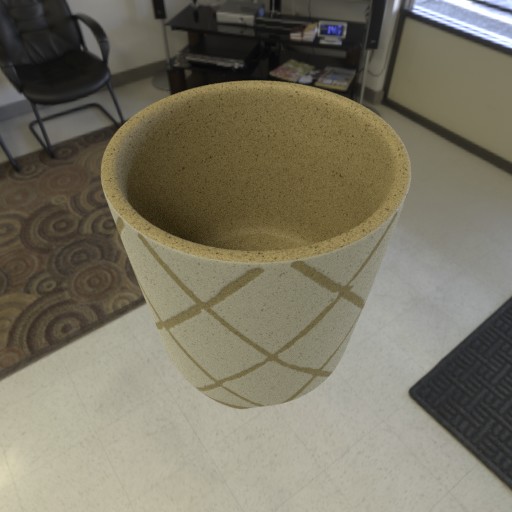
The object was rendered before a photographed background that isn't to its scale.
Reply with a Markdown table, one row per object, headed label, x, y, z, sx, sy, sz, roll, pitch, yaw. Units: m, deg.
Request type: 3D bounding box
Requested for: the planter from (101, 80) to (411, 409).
| label | x | y | z | sx | sy | sz | roll | pitch | yaw |
| --- | --- | --- | --- | --- | --- | --- | --- | --- | --- |
| planter | 0.000 | 0.000 | 0.418 | 0.228 | 0.235 | 0.228 | 0 | 47 | 0 |
